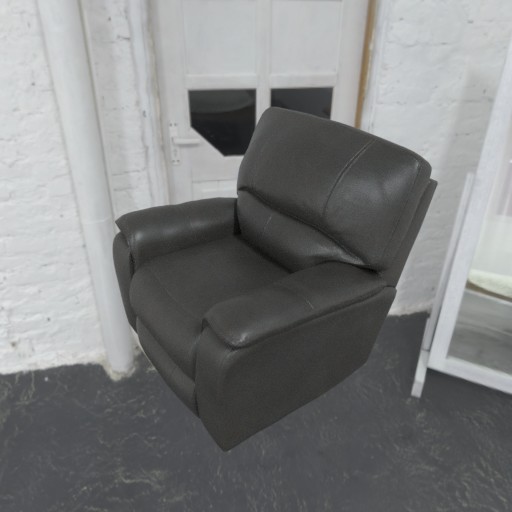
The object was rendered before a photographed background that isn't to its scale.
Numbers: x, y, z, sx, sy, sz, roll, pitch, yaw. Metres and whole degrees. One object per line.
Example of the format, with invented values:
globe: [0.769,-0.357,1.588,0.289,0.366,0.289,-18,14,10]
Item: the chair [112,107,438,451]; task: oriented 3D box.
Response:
chair: [0.000,0.000,2.020,1.087,1.109,1.096,-20,36,-30]
